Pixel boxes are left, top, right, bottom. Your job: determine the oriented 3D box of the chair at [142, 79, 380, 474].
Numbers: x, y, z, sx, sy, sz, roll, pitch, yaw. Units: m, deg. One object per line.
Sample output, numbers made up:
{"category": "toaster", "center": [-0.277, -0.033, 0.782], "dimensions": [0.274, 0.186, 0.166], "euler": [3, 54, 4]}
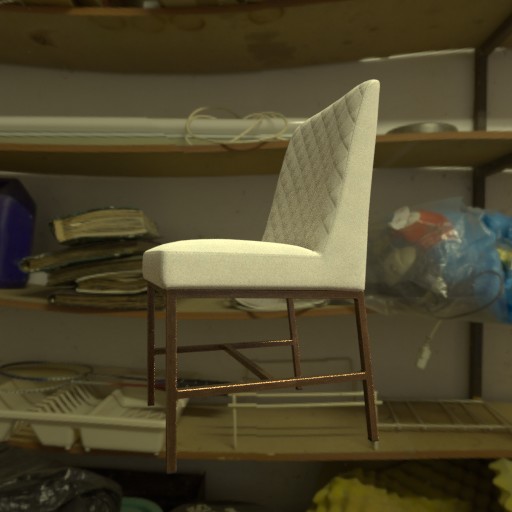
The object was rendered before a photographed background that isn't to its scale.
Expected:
{"category": "chair", "center": [0.000, 0.000, 1.263], "dimensions": [0.597, 0.933, 0.503], "euler": [0, 0, -19]}
